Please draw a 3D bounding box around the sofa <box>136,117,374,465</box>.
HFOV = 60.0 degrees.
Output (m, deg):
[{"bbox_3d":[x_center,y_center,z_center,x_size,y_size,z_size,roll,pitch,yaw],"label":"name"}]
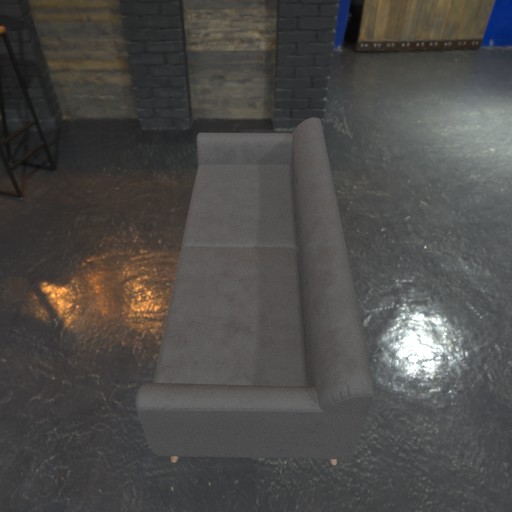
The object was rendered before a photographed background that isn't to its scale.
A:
[{"bbox_3d":[0.000,0.000,2.617,0.900,0.740,2.190,1,43,1],"label":"sofa"}]
